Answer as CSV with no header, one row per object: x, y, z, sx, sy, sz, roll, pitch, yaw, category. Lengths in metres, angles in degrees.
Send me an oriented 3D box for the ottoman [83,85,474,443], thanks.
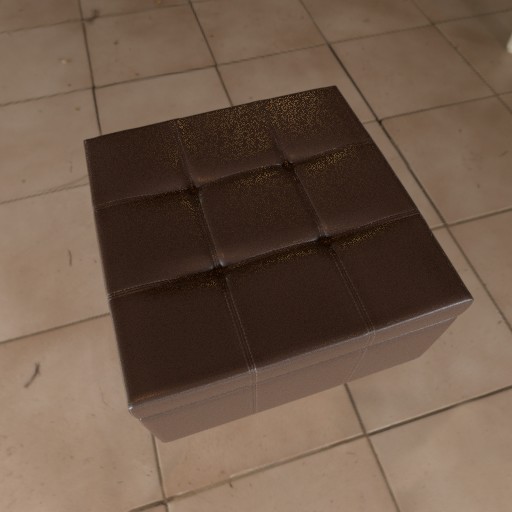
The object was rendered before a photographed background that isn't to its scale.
0.000,0.000,1.291,0.788,0.460,0.787,-15,60,-9,ottoman
